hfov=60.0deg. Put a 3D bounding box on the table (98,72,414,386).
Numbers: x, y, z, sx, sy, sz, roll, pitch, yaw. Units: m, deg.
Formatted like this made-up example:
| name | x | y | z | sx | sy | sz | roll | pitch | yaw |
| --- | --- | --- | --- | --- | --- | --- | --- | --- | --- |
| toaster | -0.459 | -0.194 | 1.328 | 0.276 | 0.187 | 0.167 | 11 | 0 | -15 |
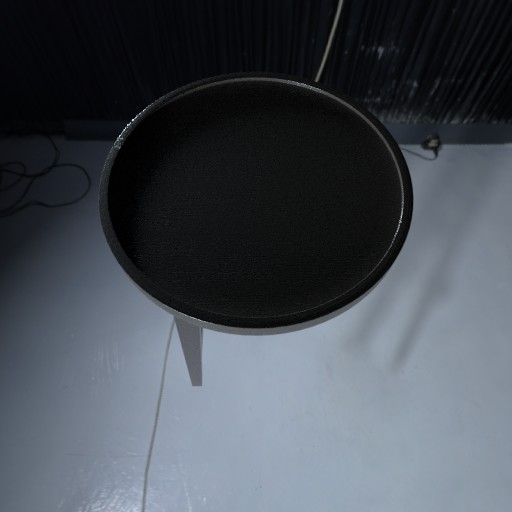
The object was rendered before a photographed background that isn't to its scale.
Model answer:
| name | x | y | z | sx | sy | sz | roll | pitch | yaw |
| --- | --- | --- | --- | --- | --- | --- | --- | --- | --- |
| table | 0.000 | 0.000 | 0.947 | 0.500 | 0.531 | 0.500 | 0 | 62 | 0 |
